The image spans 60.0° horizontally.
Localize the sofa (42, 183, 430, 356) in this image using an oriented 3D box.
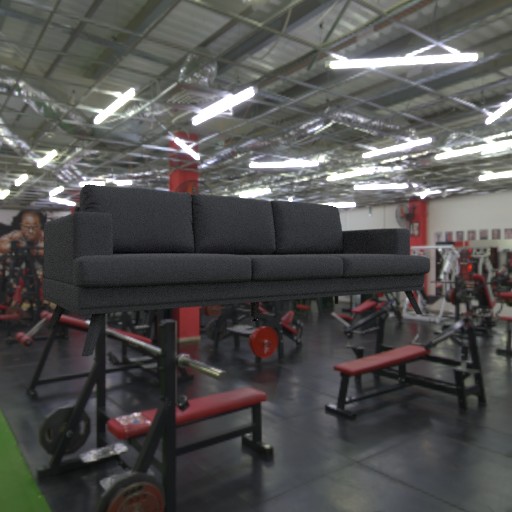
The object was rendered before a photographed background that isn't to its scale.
[{"bbox_3d":[0.000,0.000,2.771,2.310,0.810,0.920,0,0,-35],"label":"sofa"}]
